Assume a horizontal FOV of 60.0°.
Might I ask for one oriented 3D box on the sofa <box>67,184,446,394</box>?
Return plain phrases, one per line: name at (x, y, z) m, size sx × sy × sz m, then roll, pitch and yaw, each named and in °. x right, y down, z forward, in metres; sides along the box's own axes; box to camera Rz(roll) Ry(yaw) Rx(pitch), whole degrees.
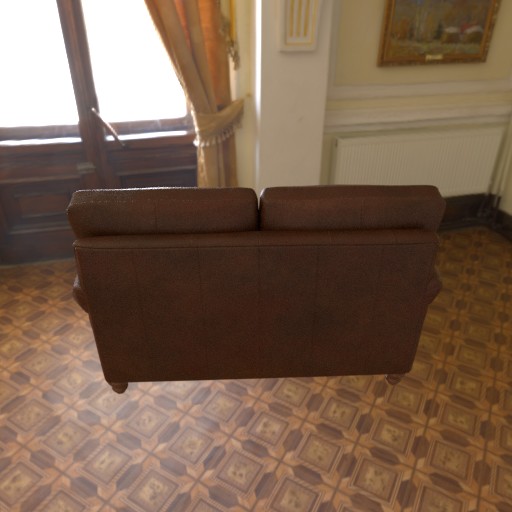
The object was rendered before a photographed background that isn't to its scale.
sofa at (0.000, 0.000, 2.285) m, size 1.616 × 0.976 × 0.990 m, roll -1°, pitch 30°, yaw -2°
